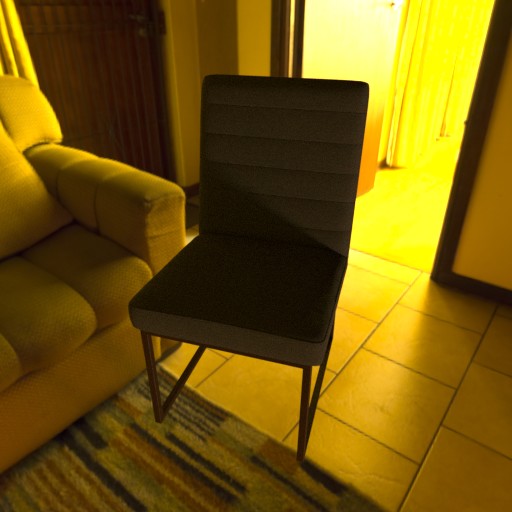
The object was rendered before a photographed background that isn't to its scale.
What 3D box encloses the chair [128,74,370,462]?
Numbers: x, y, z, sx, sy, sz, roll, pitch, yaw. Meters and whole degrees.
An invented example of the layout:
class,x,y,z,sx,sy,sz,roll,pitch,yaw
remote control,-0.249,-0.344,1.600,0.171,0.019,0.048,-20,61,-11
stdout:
class,x,y,z,sx,sy,sz,roll,pitch,yaw
chair,0.000,0.000,1.320,0.520,0.930,0.634,9,31,15
